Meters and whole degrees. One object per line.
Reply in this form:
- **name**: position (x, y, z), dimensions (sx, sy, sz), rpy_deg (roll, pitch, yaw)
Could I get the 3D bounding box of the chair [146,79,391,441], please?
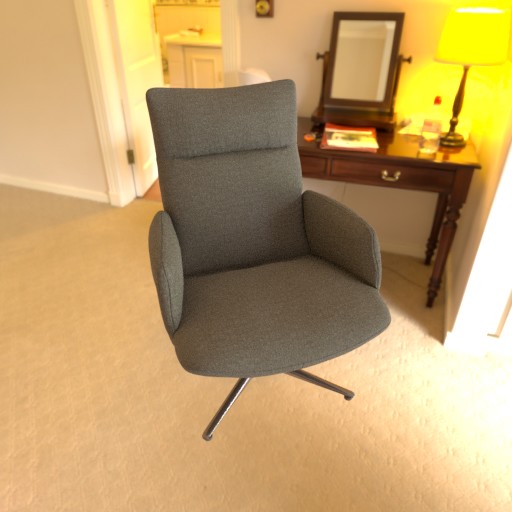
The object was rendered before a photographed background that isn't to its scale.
- **chair**: position (0.000, 0.000, 1.500), dimensions (0.702, 0.984, 0.831), rpy_deg (-10, 33, -16)
